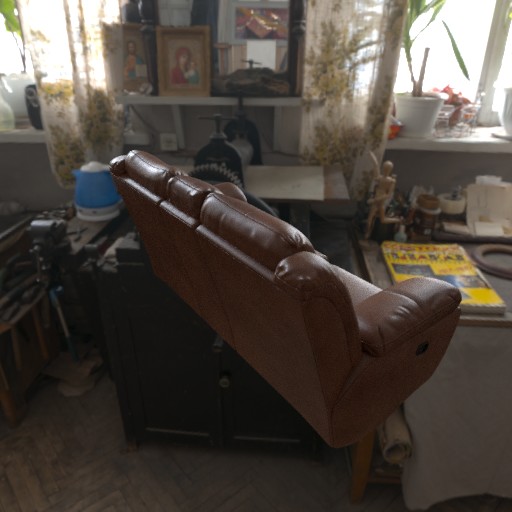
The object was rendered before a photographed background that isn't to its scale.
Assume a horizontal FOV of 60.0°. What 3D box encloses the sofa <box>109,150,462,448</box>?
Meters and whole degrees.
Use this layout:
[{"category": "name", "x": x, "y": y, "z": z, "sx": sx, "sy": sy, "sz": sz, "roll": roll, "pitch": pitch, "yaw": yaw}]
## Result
[{"category": "sofa", "x": 0.000, "y": 0.000, "z": 2.563, "sx": 0.991, "sy": 1.043, "sz": 2.058, "roll": -17, "pitch": 31, "yaw": -31}]
